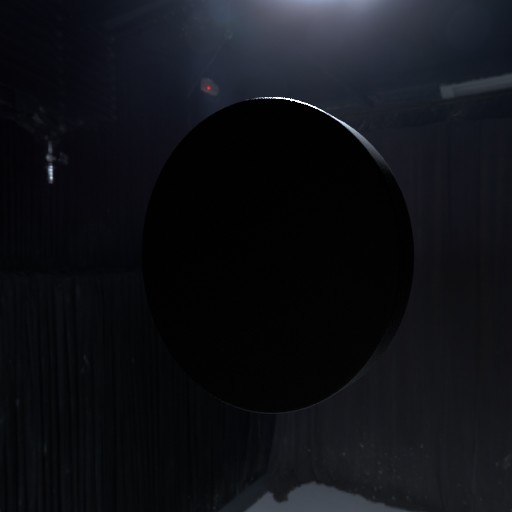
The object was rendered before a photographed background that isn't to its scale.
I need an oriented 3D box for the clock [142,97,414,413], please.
[{"bbox_3d":[0.000,0.000,0.463,0.314,0.314,0.040,1,1,35],"label":"clock"}]
